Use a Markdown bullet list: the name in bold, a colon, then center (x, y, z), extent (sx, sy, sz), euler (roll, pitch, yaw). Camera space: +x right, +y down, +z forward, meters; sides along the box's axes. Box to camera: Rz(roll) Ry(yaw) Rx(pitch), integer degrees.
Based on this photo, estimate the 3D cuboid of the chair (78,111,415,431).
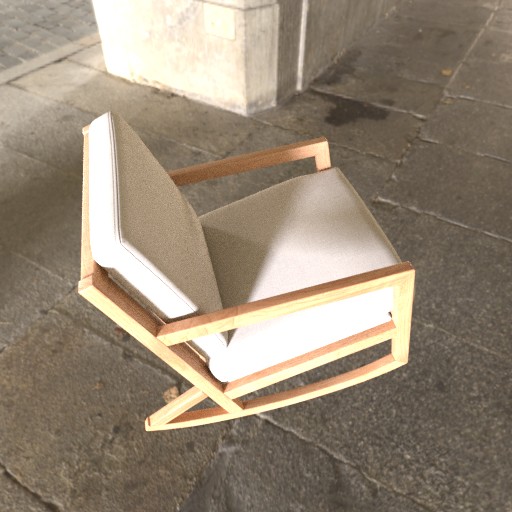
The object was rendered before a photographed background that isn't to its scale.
- **chair**: center (0.000, 0.000, 1.358), extent (0.857, 0.790, 0.622), euler (-10, 47, -10)
